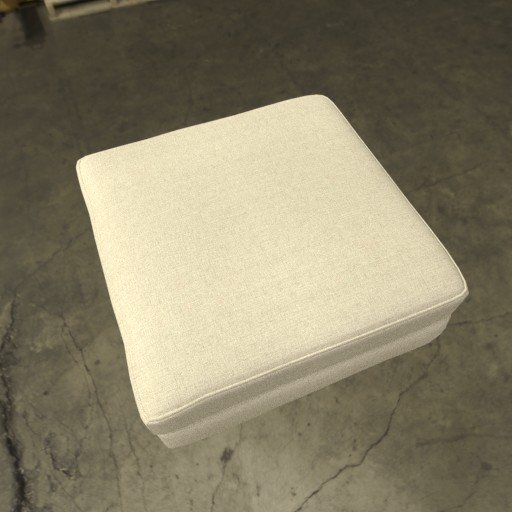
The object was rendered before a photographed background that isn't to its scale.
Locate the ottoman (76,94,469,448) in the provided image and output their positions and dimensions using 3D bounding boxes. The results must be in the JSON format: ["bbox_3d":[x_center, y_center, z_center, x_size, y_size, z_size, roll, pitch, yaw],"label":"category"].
[{"bbox_3d":[0.000,0.000,1.339,0.838,0.478,0.838,-19,60,-12],"label":"ottoman"}]
